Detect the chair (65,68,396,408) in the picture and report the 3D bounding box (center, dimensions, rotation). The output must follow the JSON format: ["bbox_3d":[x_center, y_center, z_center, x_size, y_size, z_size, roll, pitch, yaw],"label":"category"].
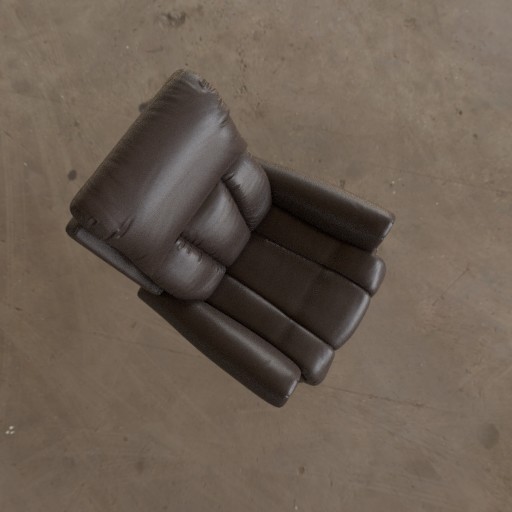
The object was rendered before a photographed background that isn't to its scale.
[{"bbox_3d":[0.000,0.000,1.726,0.978,1.028,0.869,32,78,8],"label":"chair"}]
